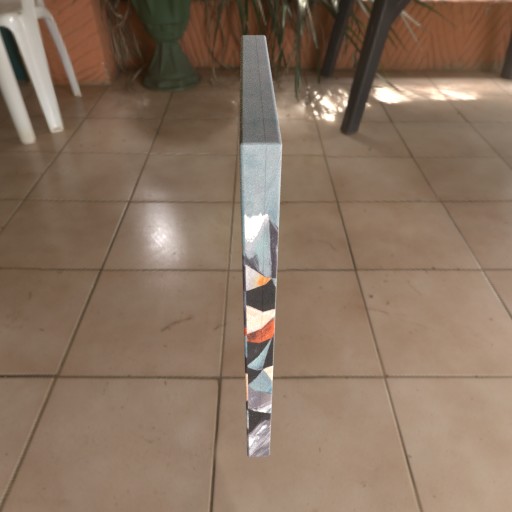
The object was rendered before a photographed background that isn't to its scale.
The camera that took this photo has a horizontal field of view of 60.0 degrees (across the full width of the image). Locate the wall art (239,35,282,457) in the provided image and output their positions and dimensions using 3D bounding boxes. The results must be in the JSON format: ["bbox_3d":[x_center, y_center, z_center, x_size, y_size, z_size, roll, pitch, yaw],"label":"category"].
[{"bbox_3d":[0.000,0.000,1.147,0.061,0.911,0.609,-1,39,-1],"label":"wall art"}]
